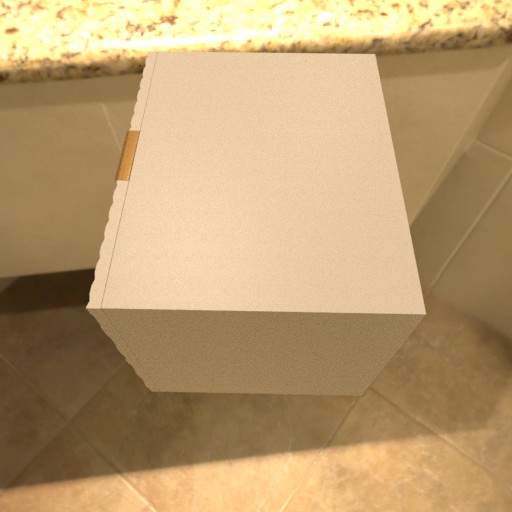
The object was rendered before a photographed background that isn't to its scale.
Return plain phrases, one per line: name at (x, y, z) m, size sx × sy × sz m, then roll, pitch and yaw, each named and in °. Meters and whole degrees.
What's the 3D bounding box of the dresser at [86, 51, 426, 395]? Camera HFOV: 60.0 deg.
dresser at (0.000, 0.000, 0.900) m, size 0.414 × 0.568 × 0.503 m, roll 1°, pitch 58°, yaw 1°
